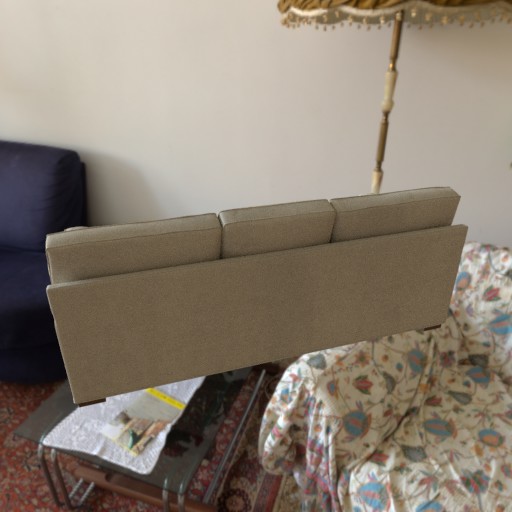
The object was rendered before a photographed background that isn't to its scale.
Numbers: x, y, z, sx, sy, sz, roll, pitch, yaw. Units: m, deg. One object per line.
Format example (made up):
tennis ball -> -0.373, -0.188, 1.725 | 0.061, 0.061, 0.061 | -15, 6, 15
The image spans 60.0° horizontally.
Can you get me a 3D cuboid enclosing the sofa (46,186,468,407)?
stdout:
sofa -> 0.000, 0.000, 2.567 | 2.093, 0.862, 0.936 | -8, 29, -16
